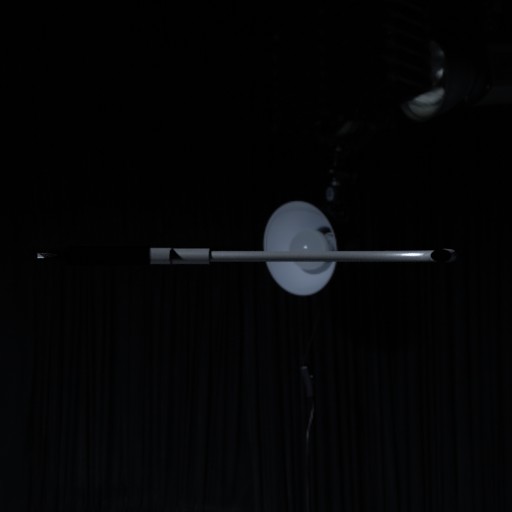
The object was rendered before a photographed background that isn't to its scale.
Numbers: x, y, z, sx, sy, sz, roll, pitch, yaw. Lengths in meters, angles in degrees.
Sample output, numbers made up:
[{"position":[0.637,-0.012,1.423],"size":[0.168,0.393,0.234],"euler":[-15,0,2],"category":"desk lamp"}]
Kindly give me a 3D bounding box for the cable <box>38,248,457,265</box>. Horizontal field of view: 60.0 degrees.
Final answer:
[{"position":[0.000,0.000,0.111],"size":[0.098,0.005,0.041],"euler":[0,-1,1],"category":"cable"}]
